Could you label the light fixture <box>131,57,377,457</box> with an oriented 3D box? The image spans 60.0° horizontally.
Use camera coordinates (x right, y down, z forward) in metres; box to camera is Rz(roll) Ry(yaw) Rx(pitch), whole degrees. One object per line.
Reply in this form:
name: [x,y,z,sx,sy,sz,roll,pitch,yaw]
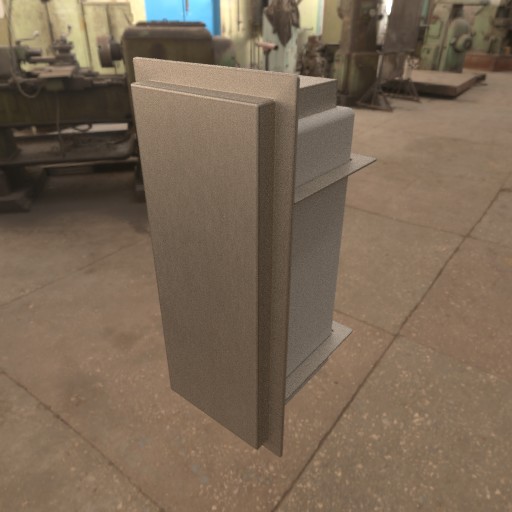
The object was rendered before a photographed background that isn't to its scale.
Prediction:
light fixture: [0.000,0.000,0.464,0.168,0.380,0.160,22,36,33]
